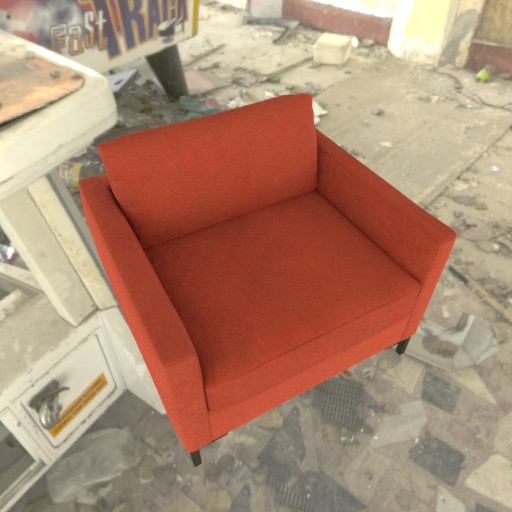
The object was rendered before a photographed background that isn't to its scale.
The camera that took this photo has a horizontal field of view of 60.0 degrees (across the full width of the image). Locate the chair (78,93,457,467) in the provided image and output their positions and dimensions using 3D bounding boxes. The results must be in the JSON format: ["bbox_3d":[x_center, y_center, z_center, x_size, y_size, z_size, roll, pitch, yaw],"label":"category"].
[{"bbox_3d":[0.000,0.000,1.565,0.964,0.812,0.875,-21,48,-20],"label":"chair"}]
